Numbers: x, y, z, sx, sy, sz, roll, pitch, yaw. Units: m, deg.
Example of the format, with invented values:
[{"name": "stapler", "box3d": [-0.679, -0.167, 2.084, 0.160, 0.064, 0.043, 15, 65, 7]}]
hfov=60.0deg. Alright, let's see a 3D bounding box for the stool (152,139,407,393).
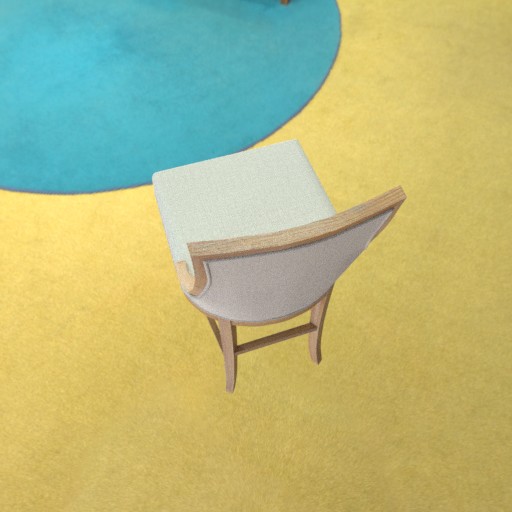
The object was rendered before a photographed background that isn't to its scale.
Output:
[{"name": "stool", "box3d": [0.000, 0.000, 1.435, 0.524, 1.101, 0.626, -16, 60, -9]}]
